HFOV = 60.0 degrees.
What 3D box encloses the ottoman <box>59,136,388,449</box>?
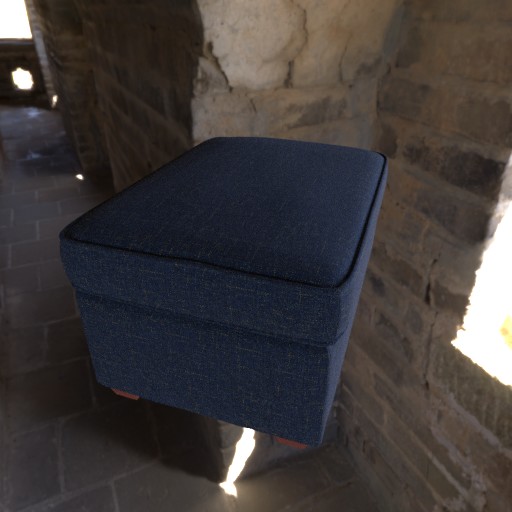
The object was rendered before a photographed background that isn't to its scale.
[{"bbox_3d":[0.000,0.000,1.103,0.549,0.450,0.749,10,31,16],"label":"ottoman"}]
